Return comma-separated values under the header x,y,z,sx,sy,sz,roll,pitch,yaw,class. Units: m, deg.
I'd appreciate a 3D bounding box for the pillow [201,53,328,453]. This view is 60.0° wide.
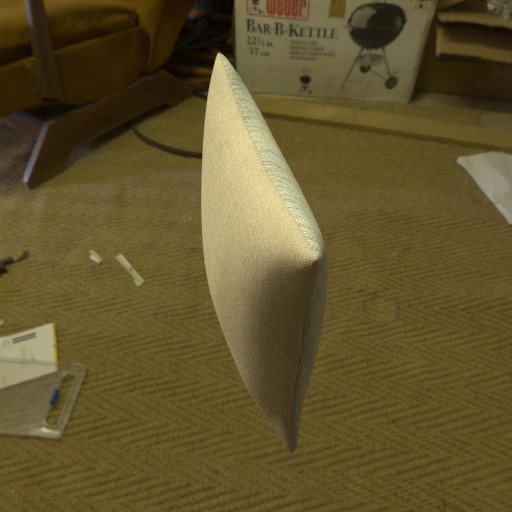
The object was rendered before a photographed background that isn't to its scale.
x,y,z,sx,sy,sz,roll,pitch,yaw,class
0.000,0.000,0.776,0.178,0.506,0.512,-10,47,-10,pillow
